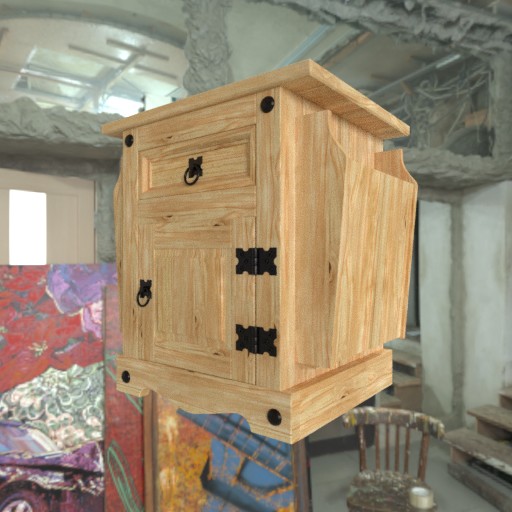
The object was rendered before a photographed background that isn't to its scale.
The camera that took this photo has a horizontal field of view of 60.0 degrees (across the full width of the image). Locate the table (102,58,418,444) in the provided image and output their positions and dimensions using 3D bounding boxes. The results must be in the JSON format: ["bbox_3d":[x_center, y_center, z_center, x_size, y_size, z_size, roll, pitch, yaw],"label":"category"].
[{"bbox_3d":[0.000,0.000,0.868,0.530,0.515,0.380,0,0,38],"label":"table"}]
